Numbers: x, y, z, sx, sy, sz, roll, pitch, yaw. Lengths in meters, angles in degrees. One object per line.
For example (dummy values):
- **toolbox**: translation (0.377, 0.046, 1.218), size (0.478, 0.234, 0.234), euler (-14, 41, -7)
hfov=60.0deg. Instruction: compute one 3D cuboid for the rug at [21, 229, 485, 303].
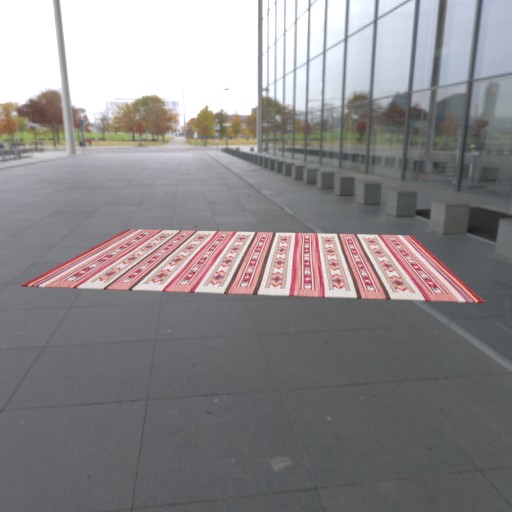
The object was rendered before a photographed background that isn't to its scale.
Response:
- **rug**: translation (0.000, 0.000, 3.036), size (2.431, 0.010, 1.535), euler (2, 15, 6)
